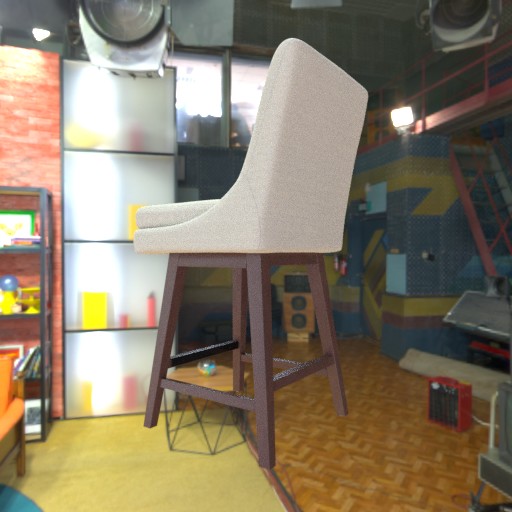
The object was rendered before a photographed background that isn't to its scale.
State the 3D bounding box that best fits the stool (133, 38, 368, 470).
[{"bbox_3d":[0.000,0.000,1.311,0.559,0.991,0.483,0,1,36],"label":"stool"}]
